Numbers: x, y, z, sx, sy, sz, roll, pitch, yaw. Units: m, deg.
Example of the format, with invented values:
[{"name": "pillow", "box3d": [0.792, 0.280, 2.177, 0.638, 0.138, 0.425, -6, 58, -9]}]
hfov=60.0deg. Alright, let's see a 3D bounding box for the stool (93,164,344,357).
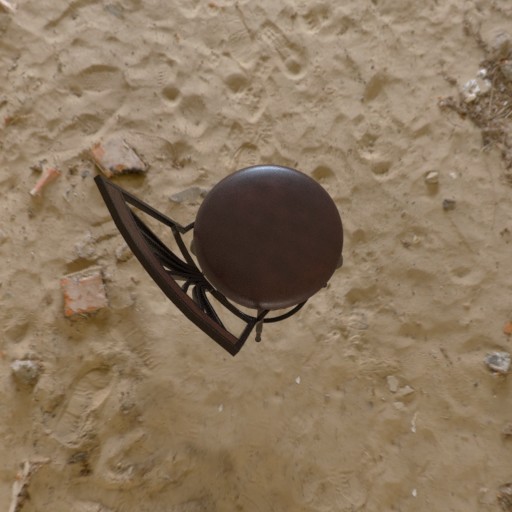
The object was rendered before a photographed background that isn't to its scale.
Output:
[{"name": "stool", "box3d": [0.000, 0.000, 1.388, 0.514, 1.117, 0.433, -39, 80, -8]}]
